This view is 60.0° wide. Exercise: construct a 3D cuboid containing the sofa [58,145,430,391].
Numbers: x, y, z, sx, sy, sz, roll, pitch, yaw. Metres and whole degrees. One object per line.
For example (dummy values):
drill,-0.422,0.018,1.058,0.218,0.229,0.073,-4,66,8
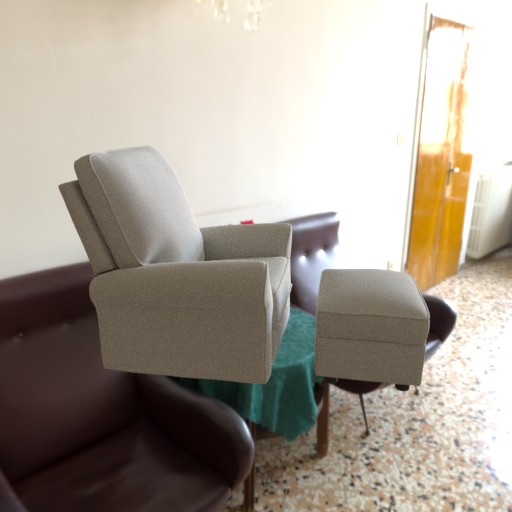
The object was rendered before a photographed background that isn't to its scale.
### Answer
sofa,0.000,0.000,2.039,1.478,0.959,0.880,3,17,10
